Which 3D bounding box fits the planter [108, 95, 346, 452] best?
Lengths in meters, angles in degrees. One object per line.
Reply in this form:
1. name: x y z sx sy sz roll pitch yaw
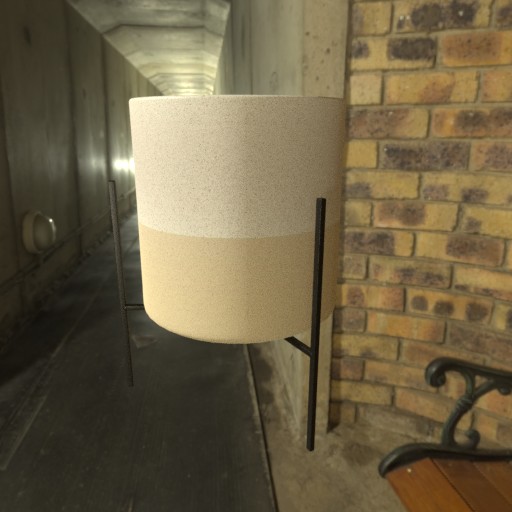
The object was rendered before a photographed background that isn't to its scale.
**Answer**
1. planter: 0.000 0.000 0.544 0.263 0.362 0.267 -16 23 -41
